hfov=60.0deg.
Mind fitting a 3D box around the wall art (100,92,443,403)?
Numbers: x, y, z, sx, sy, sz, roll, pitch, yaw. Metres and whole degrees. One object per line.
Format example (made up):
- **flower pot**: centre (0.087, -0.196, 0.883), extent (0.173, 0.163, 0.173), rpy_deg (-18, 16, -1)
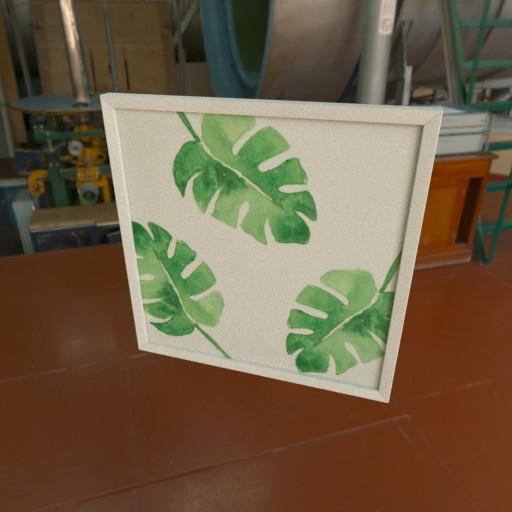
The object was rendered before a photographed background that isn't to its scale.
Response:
- **wall art**: centre (0.000, 0.000, 1.140), extent (0.762, 0.762, 0.040), rpy_deg (8, 29, 15)
